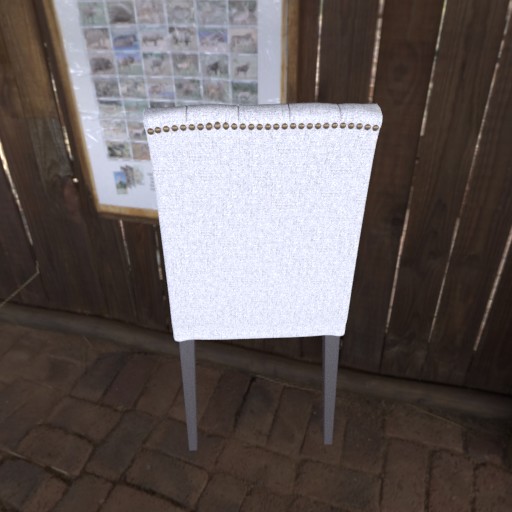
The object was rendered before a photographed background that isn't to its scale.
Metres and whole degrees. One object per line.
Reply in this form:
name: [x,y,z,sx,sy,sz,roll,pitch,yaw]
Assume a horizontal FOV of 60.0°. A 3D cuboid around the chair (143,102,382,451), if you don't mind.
chair: [0.000,0.000,1.379,0.511,1.016,0.647,-1,29,-3]
